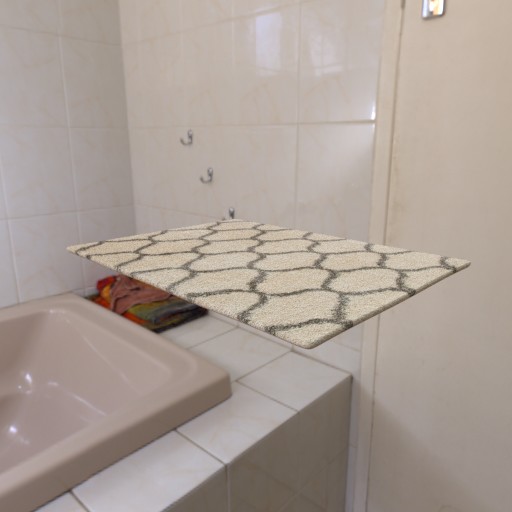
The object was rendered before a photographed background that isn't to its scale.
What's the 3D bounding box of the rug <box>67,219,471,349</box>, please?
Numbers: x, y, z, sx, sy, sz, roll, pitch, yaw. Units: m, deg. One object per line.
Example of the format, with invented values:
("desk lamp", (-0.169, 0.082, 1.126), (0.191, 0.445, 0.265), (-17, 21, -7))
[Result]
("rug", (0.000, 0.000, 2.166), (1.600, 0.025, 1.200), (14, 20, 43))
